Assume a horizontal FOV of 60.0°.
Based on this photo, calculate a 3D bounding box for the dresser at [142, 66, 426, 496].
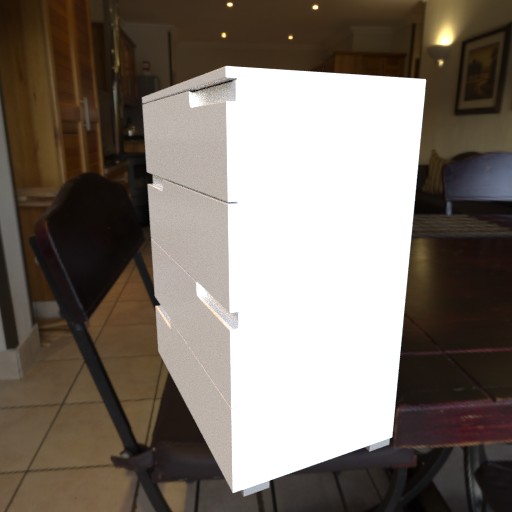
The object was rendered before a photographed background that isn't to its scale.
[{"bbox_3d":[0.000,0.000,1.137,0.400,0.800,0.650,-7,17,-24],"label":"dresser"}]
